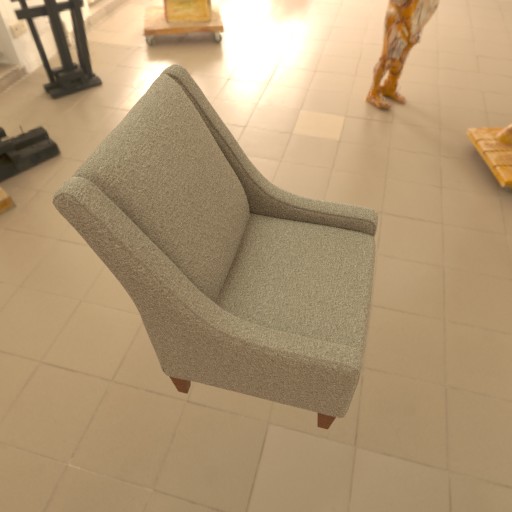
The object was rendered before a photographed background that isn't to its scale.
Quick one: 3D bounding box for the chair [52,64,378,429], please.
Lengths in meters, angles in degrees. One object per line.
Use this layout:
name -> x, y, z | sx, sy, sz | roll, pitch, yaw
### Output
chair -> 0.000, 0.000, 1.613 | 0.870, 1.016, 0.774 | 11, 48, 10
